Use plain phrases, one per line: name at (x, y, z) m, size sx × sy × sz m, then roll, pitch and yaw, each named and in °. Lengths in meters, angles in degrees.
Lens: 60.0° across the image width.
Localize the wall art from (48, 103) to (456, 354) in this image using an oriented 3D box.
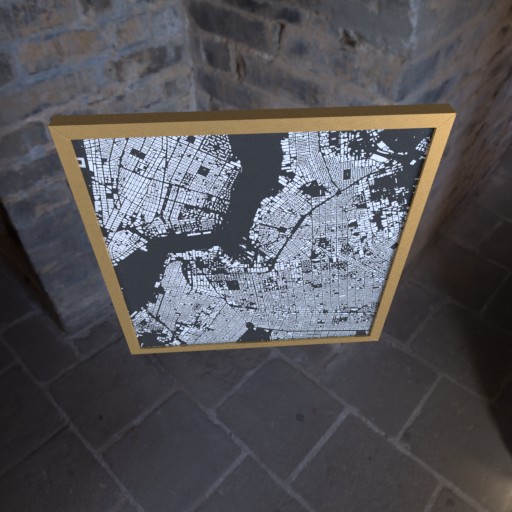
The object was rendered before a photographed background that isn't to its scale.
wall art at (0.000, 0.000, 2.806) m, size 1.926 × 1.926 × 0.099 m, roll -3°, pitch 45°, yaw -3°
